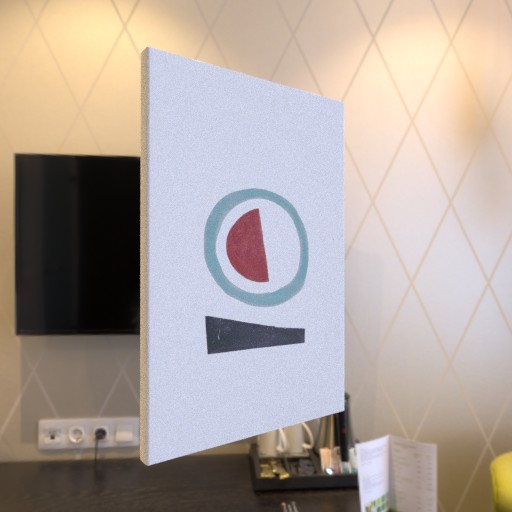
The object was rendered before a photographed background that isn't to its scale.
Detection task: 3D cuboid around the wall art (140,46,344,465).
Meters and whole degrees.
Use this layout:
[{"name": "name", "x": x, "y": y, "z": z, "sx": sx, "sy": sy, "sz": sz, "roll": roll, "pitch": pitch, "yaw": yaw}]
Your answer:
[{"name": "wall art", "x": 0.000, "y": 0.000, "z": 1.139, "sx": 0.602, "sy": 0.902, "sz": 0.048, "roll": 0, "pitch": 0, "yaw": -35}]
